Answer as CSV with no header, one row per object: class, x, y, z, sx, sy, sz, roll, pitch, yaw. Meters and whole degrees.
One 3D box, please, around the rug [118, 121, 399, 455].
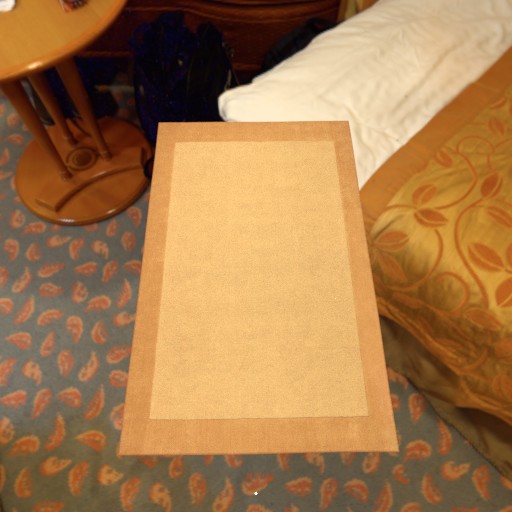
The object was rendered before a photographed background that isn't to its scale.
rug,0.000,0.000,2.978,1.524,0.014,2.438,-1,62,0
